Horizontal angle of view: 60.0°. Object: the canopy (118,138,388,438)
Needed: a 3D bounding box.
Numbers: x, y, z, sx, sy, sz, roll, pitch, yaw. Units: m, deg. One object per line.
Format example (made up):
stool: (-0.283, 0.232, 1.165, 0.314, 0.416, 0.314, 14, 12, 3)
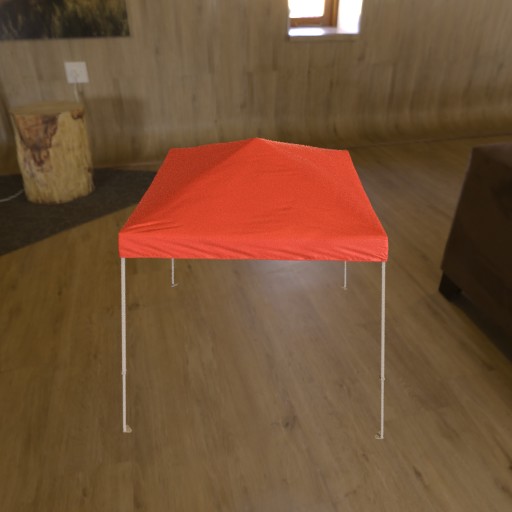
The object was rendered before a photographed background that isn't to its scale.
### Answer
canopy: (0.000, 0.000, 5.311, 2.850, 2.850, 2.849, 1, 31, 1)
